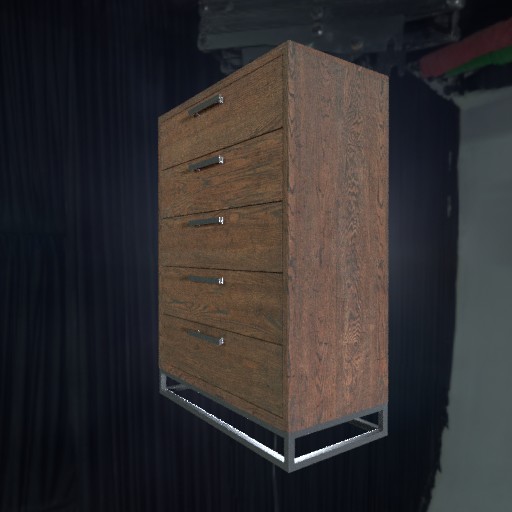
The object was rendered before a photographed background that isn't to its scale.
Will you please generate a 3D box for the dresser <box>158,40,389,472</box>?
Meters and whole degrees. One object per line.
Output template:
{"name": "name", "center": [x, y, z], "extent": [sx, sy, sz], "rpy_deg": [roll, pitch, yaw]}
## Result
{"name": "dresser", "center": [0.000, 0.000, 1.873], "extent": [0.508, 1.321, 0.965], "rpy_deg": [0, 1, -36]}
